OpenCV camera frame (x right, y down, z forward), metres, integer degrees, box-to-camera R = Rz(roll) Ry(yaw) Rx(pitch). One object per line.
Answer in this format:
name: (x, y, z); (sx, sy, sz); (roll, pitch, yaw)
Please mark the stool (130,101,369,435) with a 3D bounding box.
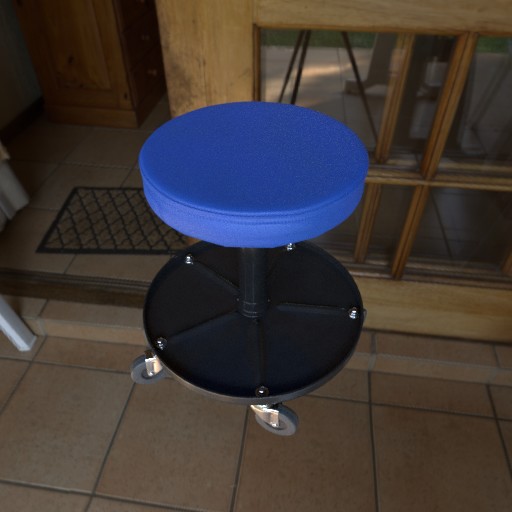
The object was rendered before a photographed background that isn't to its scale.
stool: (0.000, 0.000, 0.655); (0.381, 0.365, 0.382); (1, 42, 1)
